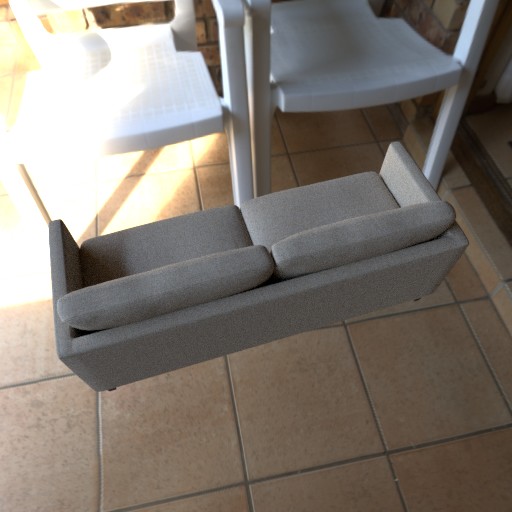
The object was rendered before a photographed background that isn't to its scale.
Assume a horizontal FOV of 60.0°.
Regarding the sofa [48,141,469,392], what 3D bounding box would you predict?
[{"bbox_3d":[0.000,0.000,2.916,2.434,0.965,0.951,-15,59,-9],"label":"sofa"}]
